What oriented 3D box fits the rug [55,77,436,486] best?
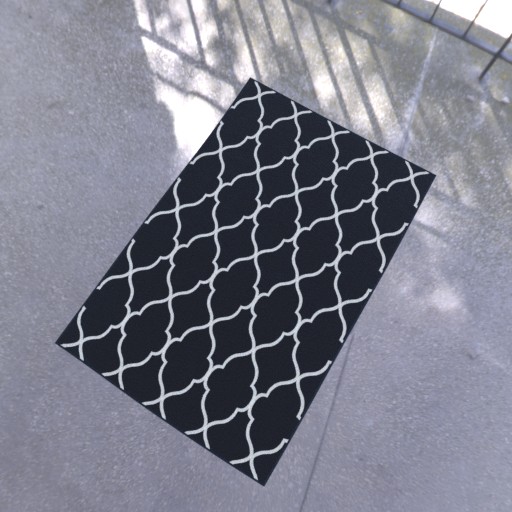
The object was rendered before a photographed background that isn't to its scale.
[{"bbox_3d":[0.000,0.000,2.890,1.526,0.014,2.290,31,76,8],"label":"rug"}]
